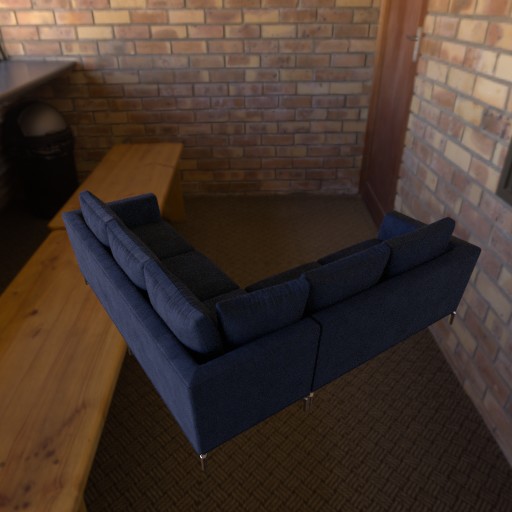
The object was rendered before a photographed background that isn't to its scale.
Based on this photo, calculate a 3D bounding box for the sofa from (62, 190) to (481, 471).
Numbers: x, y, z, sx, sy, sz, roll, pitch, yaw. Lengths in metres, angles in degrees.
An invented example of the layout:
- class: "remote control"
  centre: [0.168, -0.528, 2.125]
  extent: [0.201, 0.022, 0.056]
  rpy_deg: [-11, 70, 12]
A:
- class: "sofa"
  centre: [0.000, 0.000, 3.746]
  extent: [2.472, 0.988, 2.463]
  rpy_deg: [-19, 35, -29]
